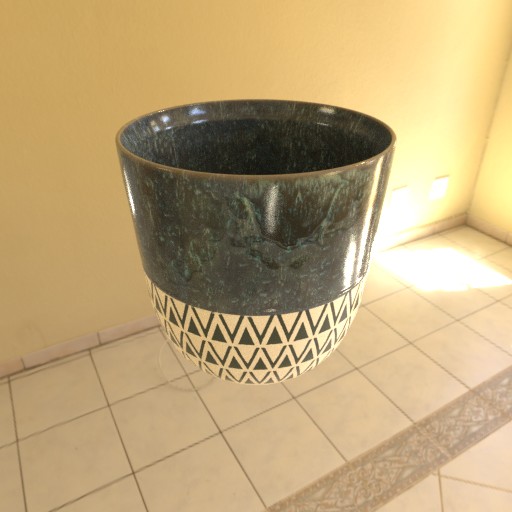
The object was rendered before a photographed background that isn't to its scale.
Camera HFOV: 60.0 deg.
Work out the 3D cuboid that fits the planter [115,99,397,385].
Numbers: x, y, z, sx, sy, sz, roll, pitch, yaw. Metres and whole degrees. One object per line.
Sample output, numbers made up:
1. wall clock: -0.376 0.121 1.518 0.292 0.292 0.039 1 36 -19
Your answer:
1. planter: 0.000 0.000 0.372 0.195 0.214 0.195 0 31 0
